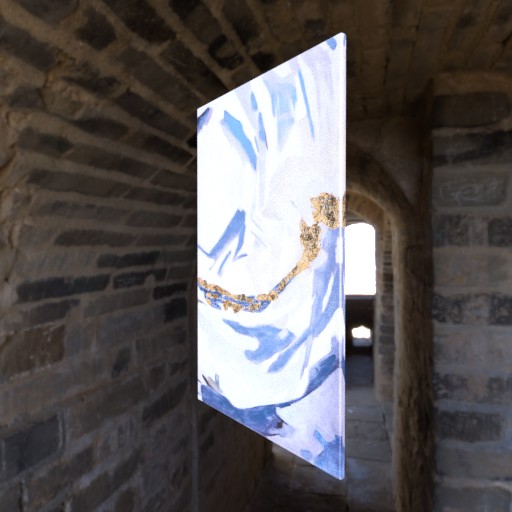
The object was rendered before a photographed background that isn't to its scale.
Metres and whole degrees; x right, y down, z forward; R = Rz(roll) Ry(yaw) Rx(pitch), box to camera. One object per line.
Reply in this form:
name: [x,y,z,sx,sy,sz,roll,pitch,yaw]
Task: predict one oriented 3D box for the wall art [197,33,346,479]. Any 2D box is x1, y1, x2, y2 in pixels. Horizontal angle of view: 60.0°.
wall art: [0.000,0.000,1.153,0.016,0.914,0.610,-1,1,-36]
